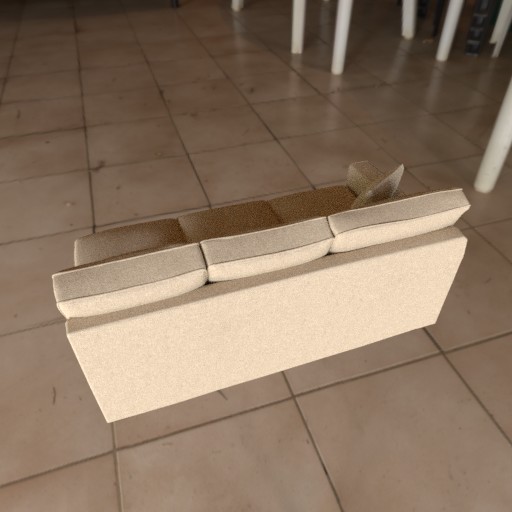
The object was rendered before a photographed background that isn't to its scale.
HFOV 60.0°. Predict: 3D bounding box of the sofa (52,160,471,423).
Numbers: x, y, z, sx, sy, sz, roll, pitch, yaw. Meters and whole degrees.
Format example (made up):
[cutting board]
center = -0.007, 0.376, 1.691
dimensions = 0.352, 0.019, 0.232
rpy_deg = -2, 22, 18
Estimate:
[sofa]
center = 0.000, 0.000, 2.516
dimensions = 1.962, 0.946, 1.034
rpy_deg = -13, 43, -14
